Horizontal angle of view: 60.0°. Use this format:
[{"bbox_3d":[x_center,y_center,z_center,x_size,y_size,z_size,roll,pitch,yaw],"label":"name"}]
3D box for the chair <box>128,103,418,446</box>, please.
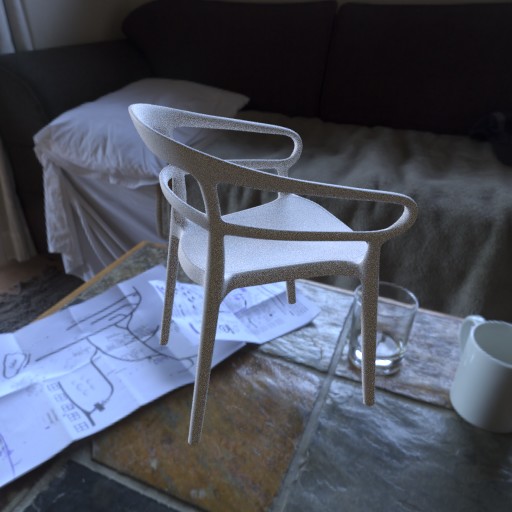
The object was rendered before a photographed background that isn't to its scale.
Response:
[{"bbox_3d":[0.000,0.000,1.141,0.527,0.761,0.559,-11,32,-18],"label":"chair"}]
